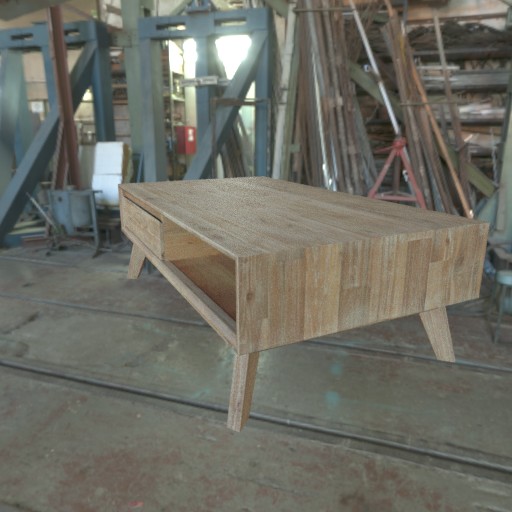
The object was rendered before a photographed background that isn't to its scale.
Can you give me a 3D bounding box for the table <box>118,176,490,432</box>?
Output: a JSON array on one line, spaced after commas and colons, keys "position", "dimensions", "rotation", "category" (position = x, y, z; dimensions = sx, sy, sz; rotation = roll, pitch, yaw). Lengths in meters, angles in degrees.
[{"position": [0.000, 0.000, 2.028], "dimensions": [0.918, 0.531, 1.619], "rotation": [-8, 18, -25], "category": "table"}]
